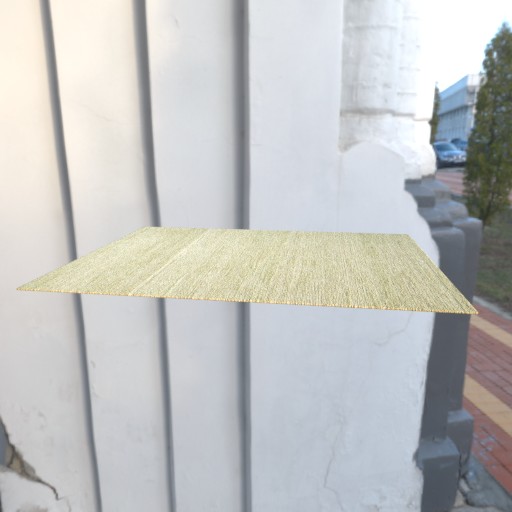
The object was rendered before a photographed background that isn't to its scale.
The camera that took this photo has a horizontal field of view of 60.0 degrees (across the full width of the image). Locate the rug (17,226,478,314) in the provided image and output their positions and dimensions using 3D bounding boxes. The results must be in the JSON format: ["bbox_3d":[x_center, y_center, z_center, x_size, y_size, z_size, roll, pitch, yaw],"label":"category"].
[{"bbox_3d":[0.000,0.000,4.182,3.198,0.016,2.425,2,15,8],"label":"rug"}]
